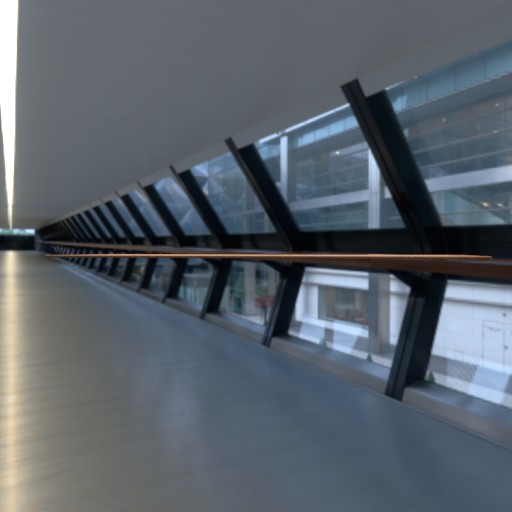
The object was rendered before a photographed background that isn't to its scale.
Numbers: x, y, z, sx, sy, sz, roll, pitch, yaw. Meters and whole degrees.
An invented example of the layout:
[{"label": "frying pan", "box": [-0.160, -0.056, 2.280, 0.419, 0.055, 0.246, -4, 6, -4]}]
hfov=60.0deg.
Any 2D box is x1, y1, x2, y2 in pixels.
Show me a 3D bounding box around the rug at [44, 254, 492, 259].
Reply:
[{"label": "rug", "box": [0.000, 0.000, 2.701, 2.439, 0.017, 0.764, 0, 1, 15]}]
